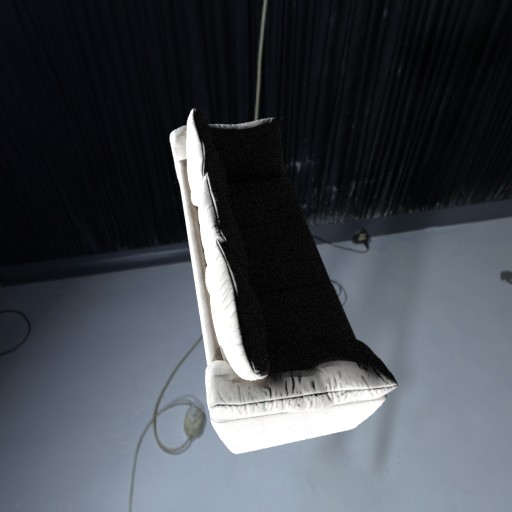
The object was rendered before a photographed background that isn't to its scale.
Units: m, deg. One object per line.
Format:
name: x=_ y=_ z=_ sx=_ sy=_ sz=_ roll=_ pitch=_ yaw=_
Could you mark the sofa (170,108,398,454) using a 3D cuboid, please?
sofa: x=0.000 y=0.000 z=2.894 sx=0.878 sy=0.996 sz=2.334 roll=-9 pitch=48 yaw=-8
